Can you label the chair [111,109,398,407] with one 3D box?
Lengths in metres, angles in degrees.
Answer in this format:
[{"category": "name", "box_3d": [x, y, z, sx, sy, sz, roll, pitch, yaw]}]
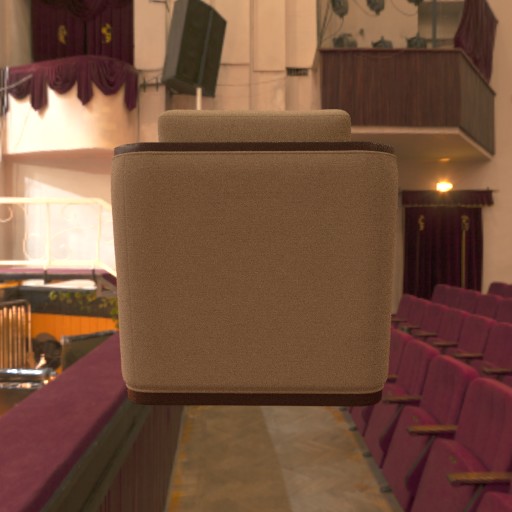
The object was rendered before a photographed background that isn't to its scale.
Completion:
[{"category": "chair", "box_3d": [0.000, 0.000, 1.680, 0.870, 0.930, 0.950, 0, 1, 1]}]
